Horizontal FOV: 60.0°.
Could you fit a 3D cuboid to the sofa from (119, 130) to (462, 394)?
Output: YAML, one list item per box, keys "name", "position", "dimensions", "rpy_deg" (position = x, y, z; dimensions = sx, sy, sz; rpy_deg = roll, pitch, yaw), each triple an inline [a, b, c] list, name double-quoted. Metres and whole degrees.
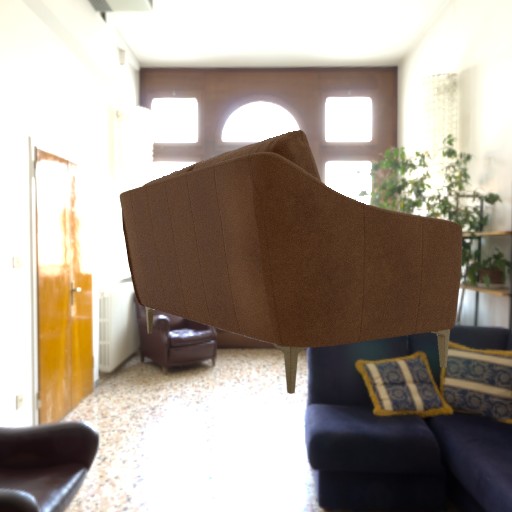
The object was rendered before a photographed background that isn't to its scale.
- name: "sofa"
  position: [0.000, 0.000, 2.189]
  dimensions: [0.960, 0.902, 1.619]
  rpy_deg: [-1, 1, -35]
